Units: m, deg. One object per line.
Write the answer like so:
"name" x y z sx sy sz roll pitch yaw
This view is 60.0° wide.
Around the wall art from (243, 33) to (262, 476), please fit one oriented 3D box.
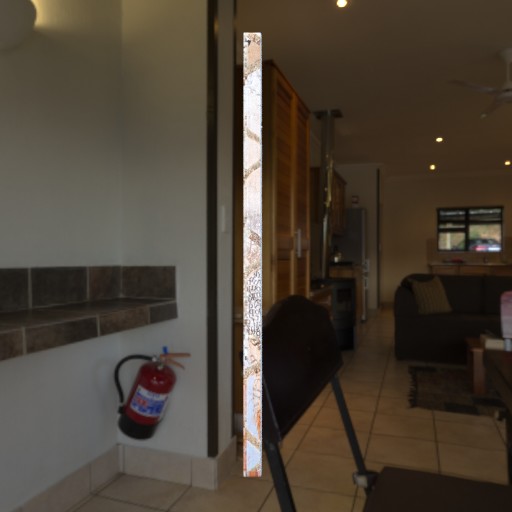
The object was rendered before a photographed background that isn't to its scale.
"wall art" 0.000 0.000 1.360 0.039 0.914 0.912 0 -1 1
